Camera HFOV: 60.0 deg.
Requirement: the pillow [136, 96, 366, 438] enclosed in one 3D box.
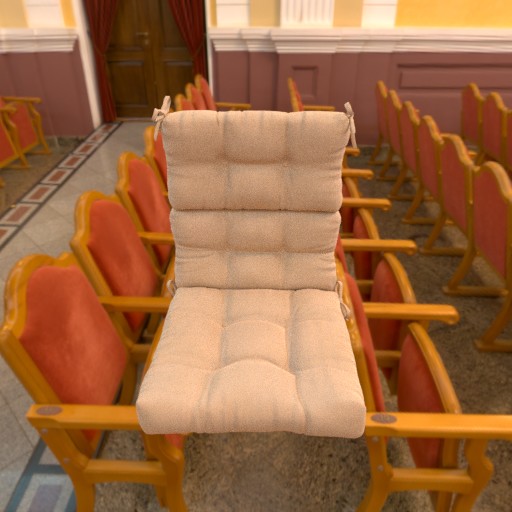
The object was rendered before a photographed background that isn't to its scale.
[{"bbox_3d":[0.000,0.000,1.020,0.519,0.605,0.571,1,31,1],"label":"pillow"}]
